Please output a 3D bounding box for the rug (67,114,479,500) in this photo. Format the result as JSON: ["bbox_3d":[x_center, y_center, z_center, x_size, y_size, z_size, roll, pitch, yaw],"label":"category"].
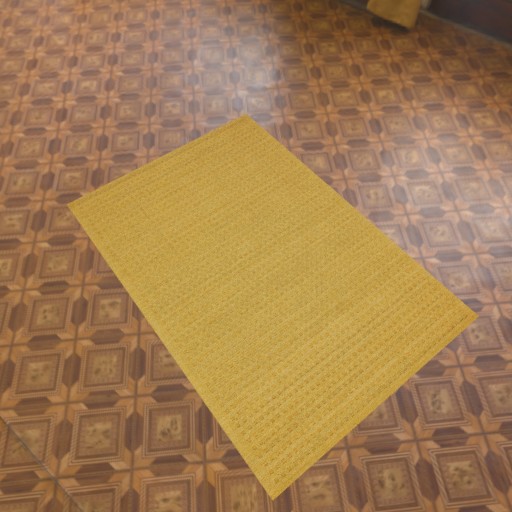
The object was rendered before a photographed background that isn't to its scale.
[{"bbox_3d":[0.000,0.000,3.614,1.981,0.006,2.895,-33,63,-20],"label":"rug"}]
